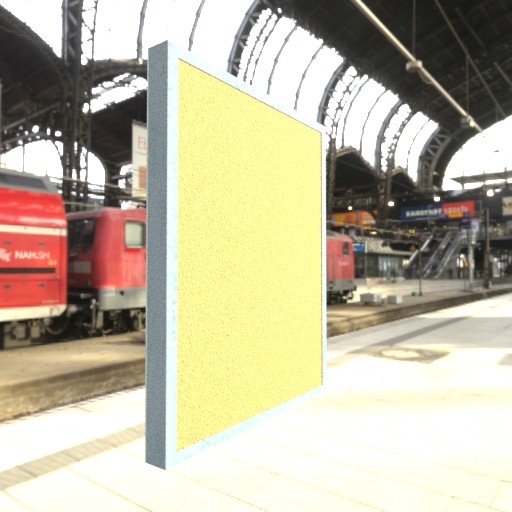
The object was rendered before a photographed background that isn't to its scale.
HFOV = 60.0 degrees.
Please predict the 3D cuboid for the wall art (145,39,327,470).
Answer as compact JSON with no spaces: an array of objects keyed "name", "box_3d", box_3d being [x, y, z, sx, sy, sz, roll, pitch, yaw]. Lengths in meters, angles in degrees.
[{"name":"wall art","box_3d":[0.000,0.000,0.698,0.037,0.509,0.409,-1,-2,36]}]
